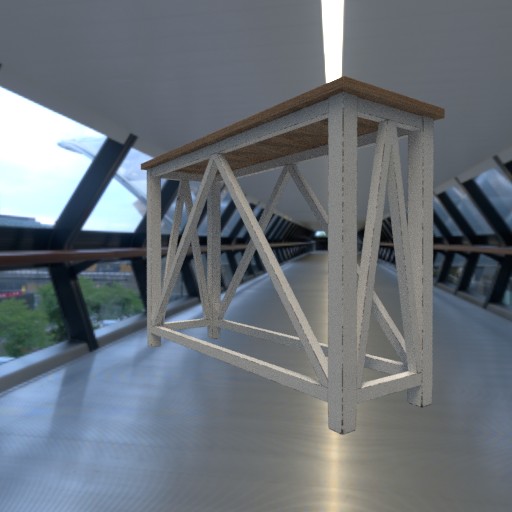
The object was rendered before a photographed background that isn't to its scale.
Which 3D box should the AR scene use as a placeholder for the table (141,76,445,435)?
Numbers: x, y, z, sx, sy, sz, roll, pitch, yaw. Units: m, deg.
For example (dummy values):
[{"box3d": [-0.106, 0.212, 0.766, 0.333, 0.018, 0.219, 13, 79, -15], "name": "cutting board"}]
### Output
[{"box3d": [0.000, 0.000, 1.827, 0.450, 0.930, 1.400, 0, 1, -35], "name": "table"}]
